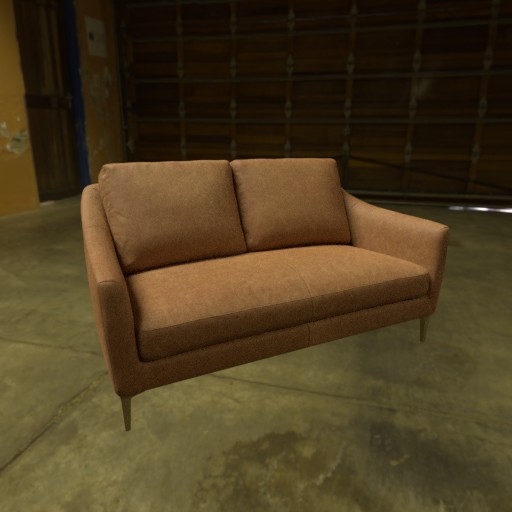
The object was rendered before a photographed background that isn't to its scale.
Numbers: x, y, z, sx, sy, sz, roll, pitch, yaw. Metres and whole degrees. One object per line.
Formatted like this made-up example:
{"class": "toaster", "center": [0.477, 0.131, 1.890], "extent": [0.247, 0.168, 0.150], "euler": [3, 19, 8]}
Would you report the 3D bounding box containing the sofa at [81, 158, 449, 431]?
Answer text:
{"class": "sofa", "center": [0.000, 0.000, 2.179], "extent": [1.619, 0.902, 0.960], "euler": [-8, 18, -27]}
